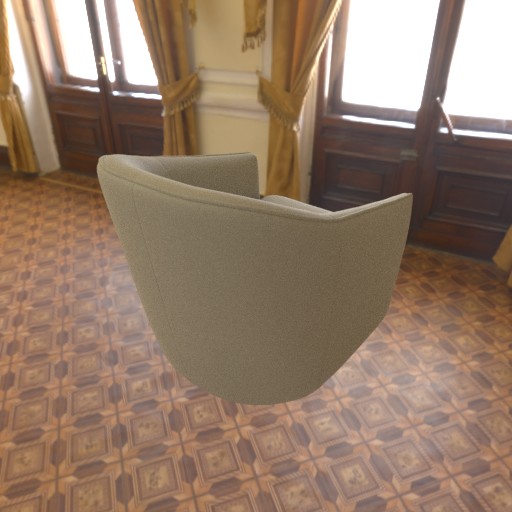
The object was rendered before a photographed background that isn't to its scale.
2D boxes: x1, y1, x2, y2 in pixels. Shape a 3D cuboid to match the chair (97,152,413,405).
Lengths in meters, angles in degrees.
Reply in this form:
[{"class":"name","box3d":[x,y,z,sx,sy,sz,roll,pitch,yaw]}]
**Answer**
[{"class":"chair","box3d":[0.000,0.000,1.469,0.747,0.799,0.875,22,38,32]}]
